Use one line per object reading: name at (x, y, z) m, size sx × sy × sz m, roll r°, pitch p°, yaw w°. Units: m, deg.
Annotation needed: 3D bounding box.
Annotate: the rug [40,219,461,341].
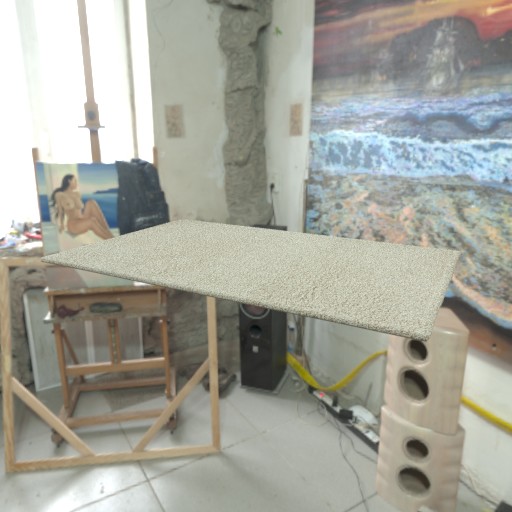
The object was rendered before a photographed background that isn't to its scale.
rug at (0.000, 0.000, 3.014) m, size 2.438 × 0.030 × 1.524 m, roll 8°, pitch 18°, yaw 27°
